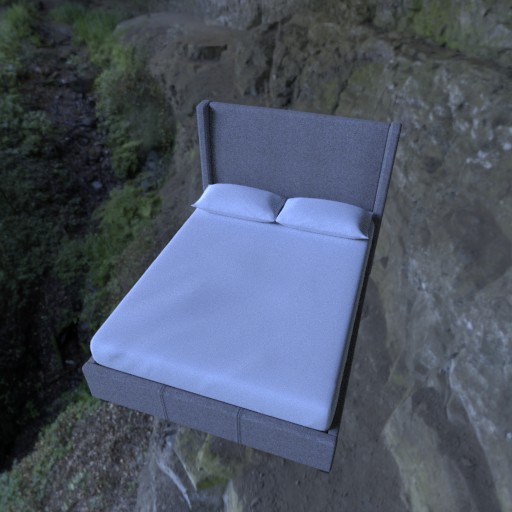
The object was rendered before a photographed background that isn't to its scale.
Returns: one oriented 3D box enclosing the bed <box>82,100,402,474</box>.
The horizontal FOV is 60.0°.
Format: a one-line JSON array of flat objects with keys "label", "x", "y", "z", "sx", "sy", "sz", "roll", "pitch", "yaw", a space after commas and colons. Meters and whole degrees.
[{"label": "bed", "x": 0.000, "y": 0.000, "z": 3.361, "sx": 1.714, "sy": 1.476, "sz": 2.245, "roll": 12, "pitch": 40, "yaw": 14}]
